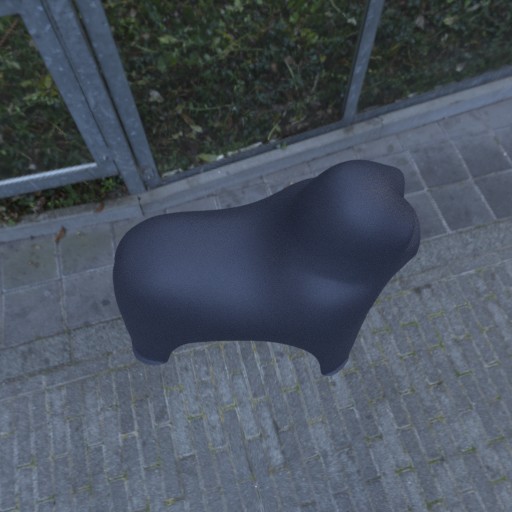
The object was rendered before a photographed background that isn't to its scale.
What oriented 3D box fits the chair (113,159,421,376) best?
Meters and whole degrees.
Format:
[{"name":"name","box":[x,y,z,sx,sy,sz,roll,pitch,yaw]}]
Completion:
[{"name":"chair","box":[0.000,0.000,1.126,0.758,0.600,0.490,-2,63,-1]}]
